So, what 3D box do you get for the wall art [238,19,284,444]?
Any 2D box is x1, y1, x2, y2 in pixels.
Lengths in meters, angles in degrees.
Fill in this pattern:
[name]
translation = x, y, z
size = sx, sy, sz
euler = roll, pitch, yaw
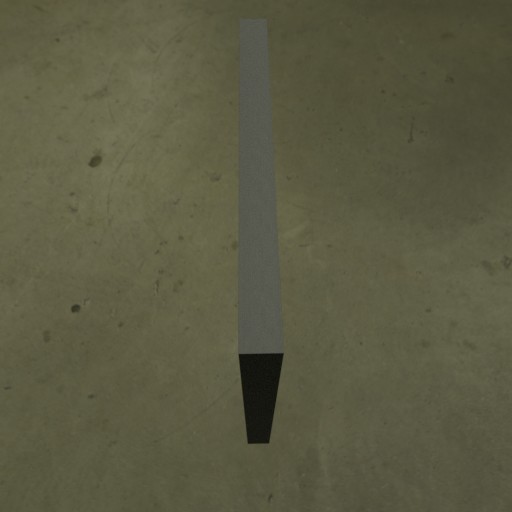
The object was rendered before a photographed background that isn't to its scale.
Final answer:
[wall art]
translation = 0.000, 0.000, 0.739
size = 0.040, 0.509, 0.509
euler = -1, 59, -1
